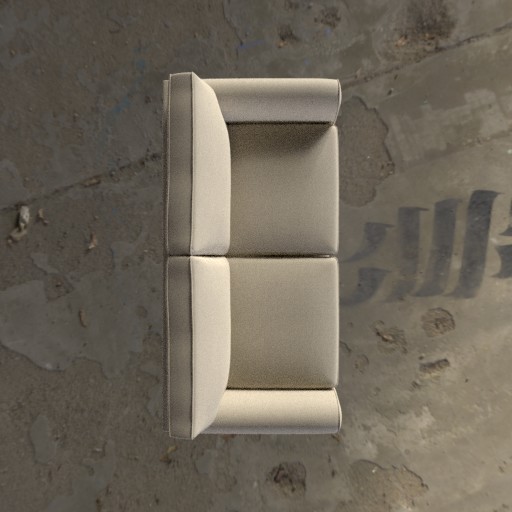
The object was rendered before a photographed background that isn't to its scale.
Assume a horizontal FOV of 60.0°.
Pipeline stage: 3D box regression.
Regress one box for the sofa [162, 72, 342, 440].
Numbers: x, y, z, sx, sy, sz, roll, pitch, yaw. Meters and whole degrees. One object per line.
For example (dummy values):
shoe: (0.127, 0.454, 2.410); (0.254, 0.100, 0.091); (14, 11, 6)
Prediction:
sofa: (0.000, 0.000, 2.305); (0.861, 0.933, 1.774); (0, 90, 1)
